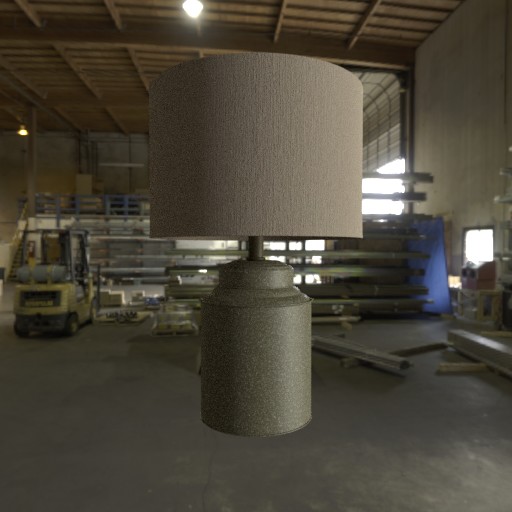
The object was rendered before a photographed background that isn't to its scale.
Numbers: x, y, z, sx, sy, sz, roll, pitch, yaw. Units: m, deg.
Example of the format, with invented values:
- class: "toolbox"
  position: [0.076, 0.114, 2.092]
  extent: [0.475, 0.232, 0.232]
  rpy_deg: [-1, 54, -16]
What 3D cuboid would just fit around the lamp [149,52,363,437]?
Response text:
- class: "lamp"
  position: [0.000, 0.000, 0.680]
  extent: [0.318, 0.486, 0.318]
  rpy_deg: [0, 1, 0]
